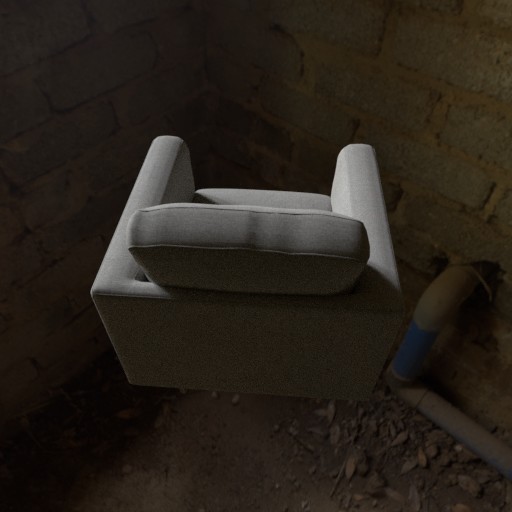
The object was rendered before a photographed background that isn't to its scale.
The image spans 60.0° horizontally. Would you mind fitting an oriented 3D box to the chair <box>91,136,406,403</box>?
[{"bbox_3d":[0.000,0.000,1.598,0.855,0.927,0.800,3,48,3],"label":"chair"}]
